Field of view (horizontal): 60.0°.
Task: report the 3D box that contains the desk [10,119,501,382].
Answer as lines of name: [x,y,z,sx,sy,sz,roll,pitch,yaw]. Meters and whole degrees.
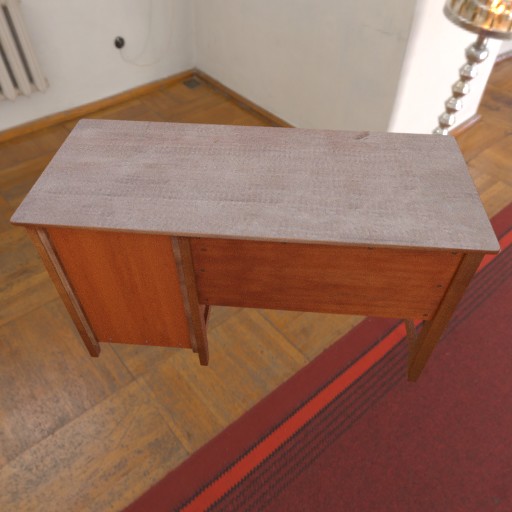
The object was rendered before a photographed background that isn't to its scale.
desk: [0.000,0.000,1.674,1.353,0.756,0.574,4,47,3]
